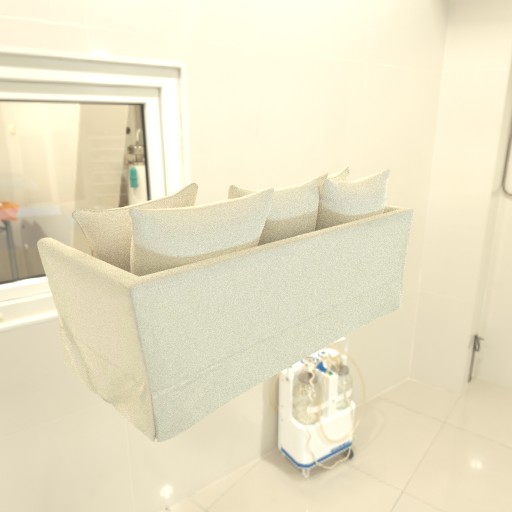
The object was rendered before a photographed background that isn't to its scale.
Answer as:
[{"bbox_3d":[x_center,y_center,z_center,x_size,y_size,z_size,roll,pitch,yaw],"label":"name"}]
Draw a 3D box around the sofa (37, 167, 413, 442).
[{"bbox_3d":[0.000,0.000,2.830,2.290,1.034,1.031,-16,23,-43],"label":"sofa"}]
